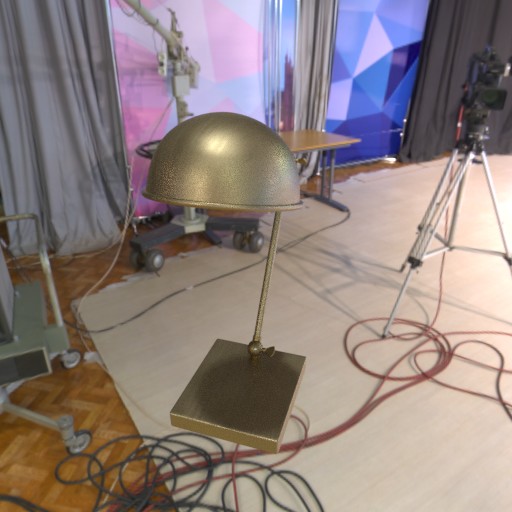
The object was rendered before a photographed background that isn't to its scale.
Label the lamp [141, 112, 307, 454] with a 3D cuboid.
[{"bbox_3d":[0.000,0.000,0.546,0.149,0.371,0.339,8,28,16],"label":"lamp"}]
